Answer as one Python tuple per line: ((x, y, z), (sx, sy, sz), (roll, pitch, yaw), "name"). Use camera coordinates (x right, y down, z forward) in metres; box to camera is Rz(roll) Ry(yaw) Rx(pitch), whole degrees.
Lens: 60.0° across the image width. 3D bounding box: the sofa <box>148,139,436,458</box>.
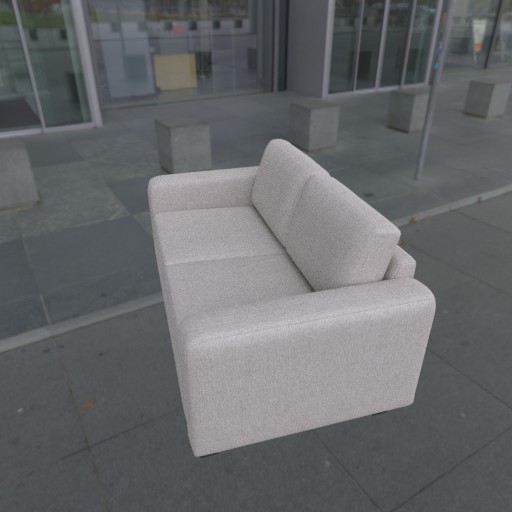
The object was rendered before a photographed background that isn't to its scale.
((0.000, 0.000, 2.131), (0.900, 0.800, 1.540), (-8, 31, -14), "sofa")
